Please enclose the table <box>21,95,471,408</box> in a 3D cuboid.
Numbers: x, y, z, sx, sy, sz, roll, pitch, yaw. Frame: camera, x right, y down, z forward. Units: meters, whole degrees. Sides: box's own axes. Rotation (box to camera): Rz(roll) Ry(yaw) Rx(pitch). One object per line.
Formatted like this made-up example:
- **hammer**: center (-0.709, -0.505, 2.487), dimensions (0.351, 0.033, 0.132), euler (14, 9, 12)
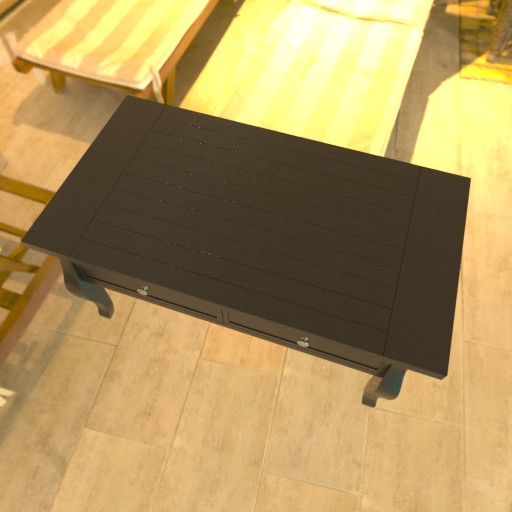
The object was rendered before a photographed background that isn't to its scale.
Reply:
- **table**: center (0.000, 0.000, 1.388), dimensions (1.062, 0.494, 0.600), euler (16, 61, 10)
